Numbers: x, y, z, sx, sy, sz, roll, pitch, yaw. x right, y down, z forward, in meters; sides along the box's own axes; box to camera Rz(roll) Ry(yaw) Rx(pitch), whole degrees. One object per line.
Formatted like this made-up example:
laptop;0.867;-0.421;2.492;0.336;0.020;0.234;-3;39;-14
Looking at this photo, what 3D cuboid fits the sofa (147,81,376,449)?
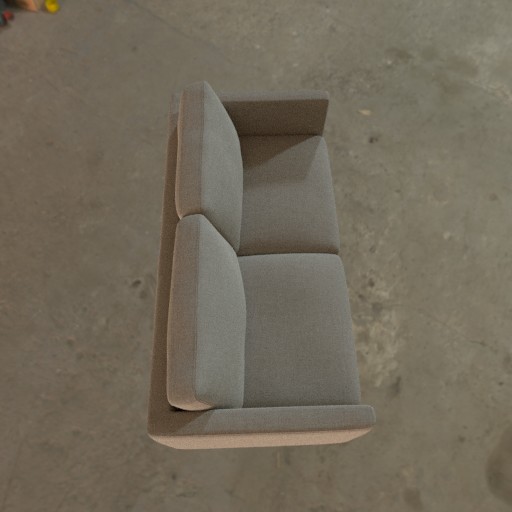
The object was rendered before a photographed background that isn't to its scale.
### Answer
sofa;0.000;0.000;2.416;0.951;0.947;1.884;-2;63;-1
